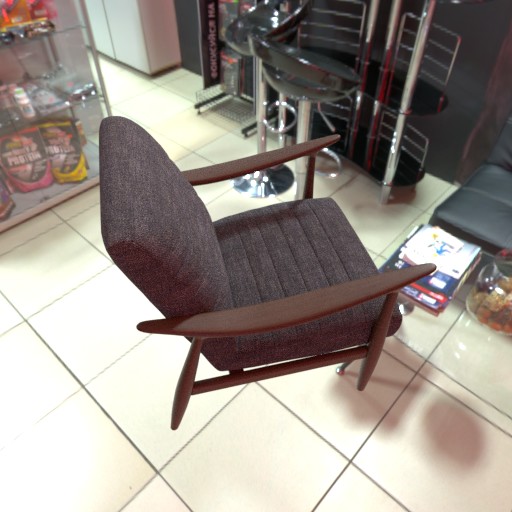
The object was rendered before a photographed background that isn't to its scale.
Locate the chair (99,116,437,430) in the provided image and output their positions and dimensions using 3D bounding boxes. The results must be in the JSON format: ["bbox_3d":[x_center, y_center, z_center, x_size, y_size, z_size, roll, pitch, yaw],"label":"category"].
[{"bbox_3d":[0.000,0.000,1.437,0.798,0.832,0.741,-10,47,-10],"label":"chair"}]
